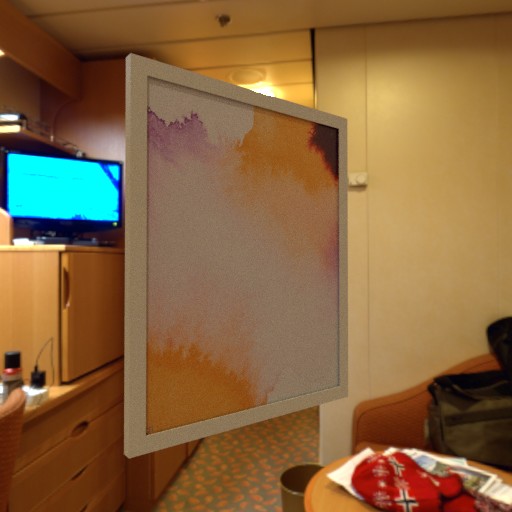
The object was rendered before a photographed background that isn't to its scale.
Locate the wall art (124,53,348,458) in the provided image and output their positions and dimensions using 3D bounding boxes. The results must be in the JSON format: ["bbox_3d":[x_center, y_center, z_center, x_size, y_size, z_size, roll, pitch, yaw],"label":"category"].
[{"bbox_3d":[0.000,0.000,1.101,0.661,0.811,0.026,1,-1,-38],"label":"wall art"}]
